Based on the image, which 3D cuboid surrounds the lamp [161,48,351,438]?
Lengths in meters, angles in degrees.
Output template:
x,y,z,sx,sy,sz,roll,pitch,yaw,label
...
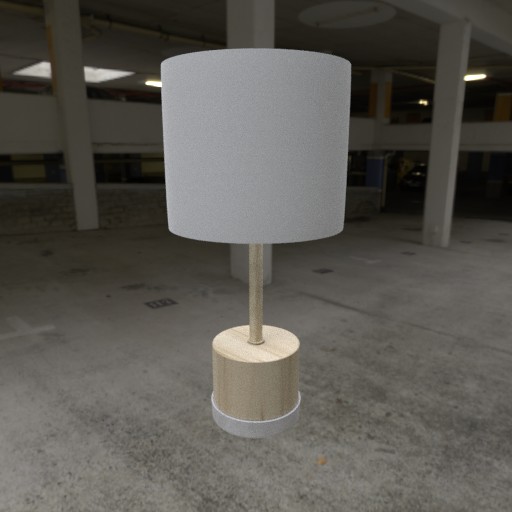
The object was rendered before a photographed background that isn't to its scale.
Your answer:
x,y,z,sx,sy,sz,roll,pitch,yaw,label
0.000,0.000,0.595,0.229,0.470,0.229,-13,19,-43,lamp
